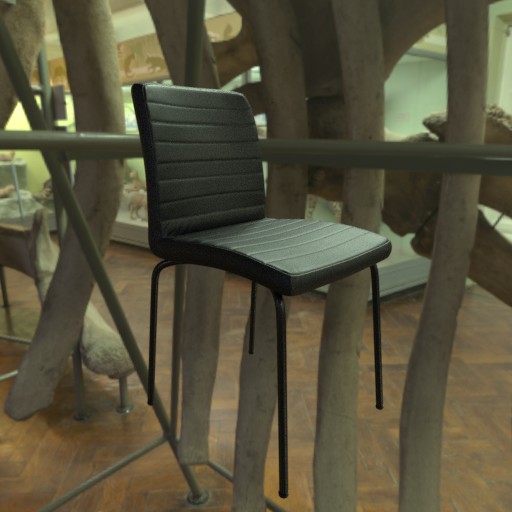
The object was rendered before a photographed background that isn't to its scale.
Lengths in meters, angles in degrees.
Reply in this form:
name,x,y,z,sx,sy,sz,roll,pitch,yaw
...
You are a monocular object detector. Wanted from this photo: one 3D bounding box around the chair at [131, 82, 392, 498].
name,x,y,z,sx,sy,sz,roll,pitch,yaw
chair,0.000,0.000,1.162,0.572,0.872,0.450,13,20,41
